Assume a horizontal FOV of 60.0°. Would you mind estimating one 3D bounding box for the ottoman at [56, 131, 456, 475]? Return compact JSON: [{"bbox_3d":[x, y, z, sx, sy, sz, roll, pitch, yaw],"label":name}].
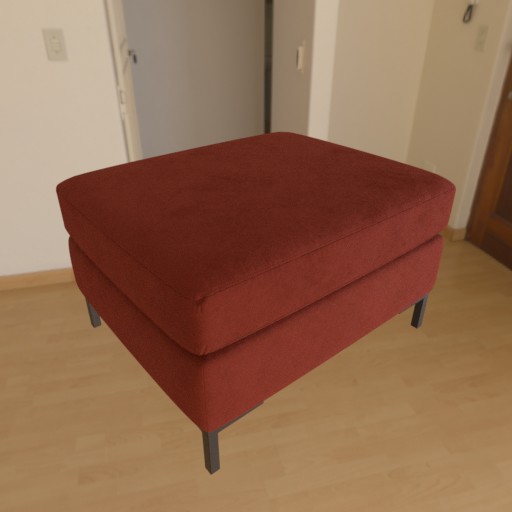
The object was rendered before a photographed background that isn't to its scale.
[{"bbox_3d":[0.000,0.000,1.167,0.782,0.462,0.650,-22,36,-34],"label":"ottoman"}]
